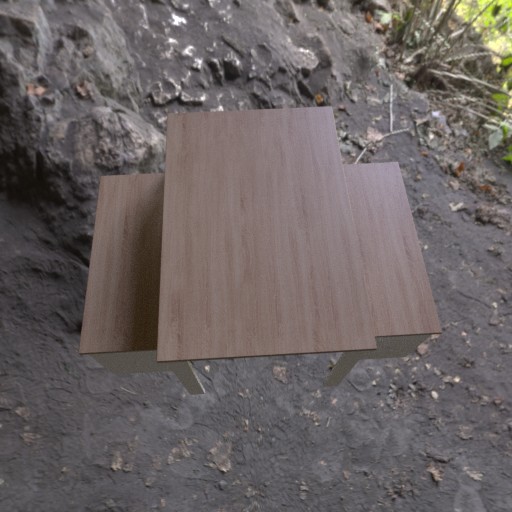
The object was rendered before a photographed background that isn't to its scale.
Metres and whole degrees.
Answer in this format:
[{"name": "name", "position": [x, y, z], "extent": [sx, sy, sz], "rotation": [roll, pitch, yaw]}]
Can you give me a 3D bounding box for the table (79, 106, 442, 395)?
[{"name": "table", "position": [0.000, 0.000, 2.025], "extent": [1.443, 0.700, 1.100], "rotation": [-3, 63, -2]}]
